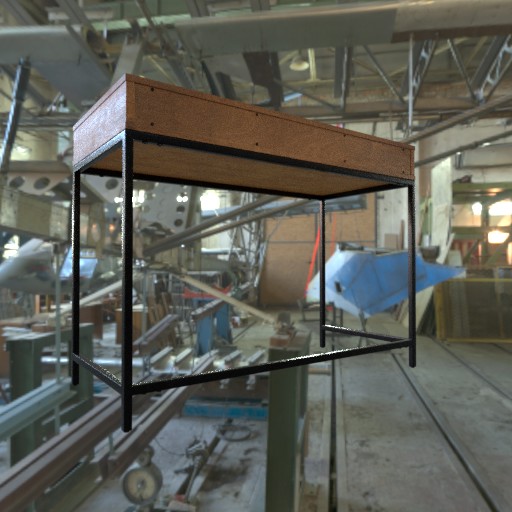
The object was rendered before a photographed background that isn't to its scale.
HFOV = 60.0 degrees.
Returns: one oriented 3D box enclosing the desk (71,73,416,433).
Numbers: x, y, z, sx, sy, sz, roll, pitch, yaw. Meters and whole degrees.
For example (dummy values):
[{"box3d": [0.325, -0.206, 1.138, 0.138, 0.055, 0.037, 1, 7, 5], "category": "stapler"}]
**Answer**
[{"box3d": [0.000, 0.000, 1.421, 1.016, 0.762, 0.470, 1, -1, -36], "category": "desk"}]
